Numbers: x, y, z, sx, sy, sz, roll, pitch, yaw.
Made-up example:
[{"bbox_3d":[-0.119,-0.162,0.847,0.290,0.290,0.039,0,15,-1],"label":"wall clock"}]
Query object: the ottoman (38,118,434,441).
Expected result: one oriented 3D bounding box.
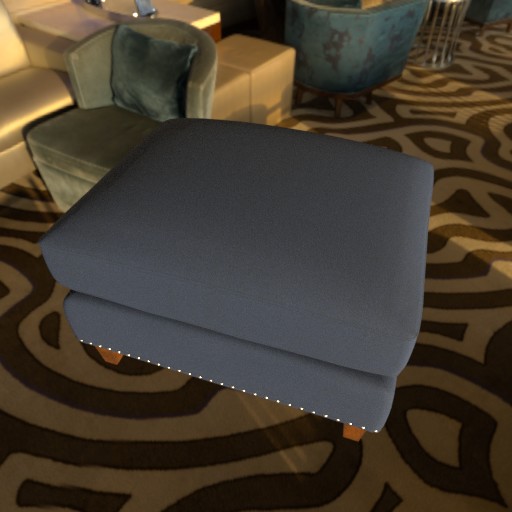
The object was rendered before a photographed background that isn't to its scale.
[{"bbox_3d":[0.000,0.000,1.099,0.741,0.513,0.584,13,45,14],"label":"ottoman"}]
